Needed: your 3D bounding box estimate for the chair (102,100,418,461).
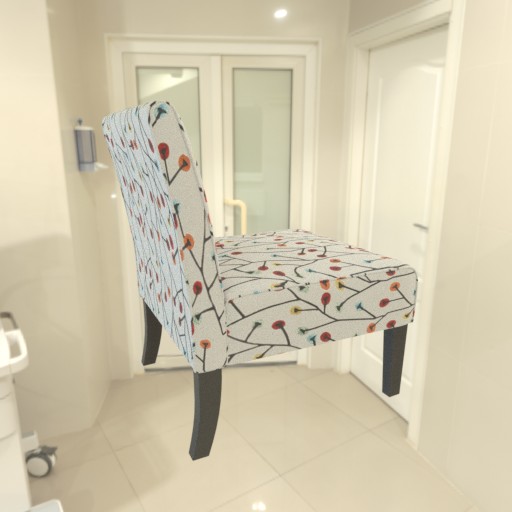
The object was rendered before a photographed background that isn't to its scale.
[{"bbox_3d":[0.000,0.000,1.314,0.732,0.813,0.597,-7,16,-26],"label":"chair"}]
